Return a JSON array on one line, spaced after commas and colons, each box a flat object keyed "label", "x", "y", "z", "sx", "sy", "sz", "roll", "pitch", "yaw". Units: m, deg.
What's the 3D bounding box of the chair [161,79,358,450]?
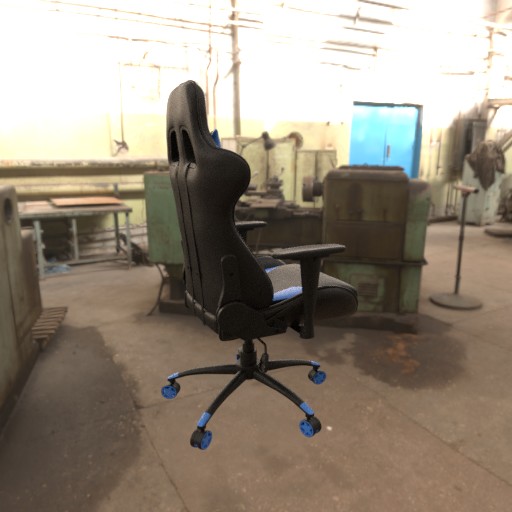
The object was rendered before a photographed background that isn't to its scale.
[{"label": "chair", "x": 0.000, "y": 0.000, "z": 1.779, "sx": 0.730, "sy": 1.282, "sz": 0.695, "roll": -7, "pitch": 15, "yaw": -26}]
